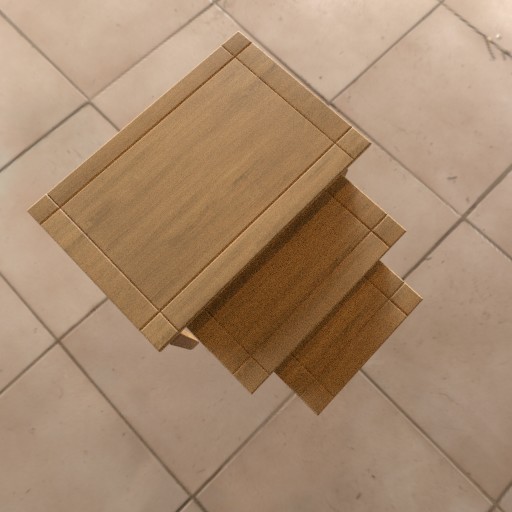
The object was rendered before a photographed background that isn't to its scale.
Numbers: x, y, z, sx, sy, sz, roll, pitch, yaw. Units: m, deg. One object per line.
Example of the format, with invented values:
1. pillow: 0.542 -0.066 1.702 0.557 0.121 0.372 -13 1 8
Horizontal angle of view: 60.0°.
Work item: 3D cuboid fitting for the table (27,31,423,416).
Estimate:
1. table: 0.000 0.000 1.226 0.773 0.535 0.660 44 80 10
